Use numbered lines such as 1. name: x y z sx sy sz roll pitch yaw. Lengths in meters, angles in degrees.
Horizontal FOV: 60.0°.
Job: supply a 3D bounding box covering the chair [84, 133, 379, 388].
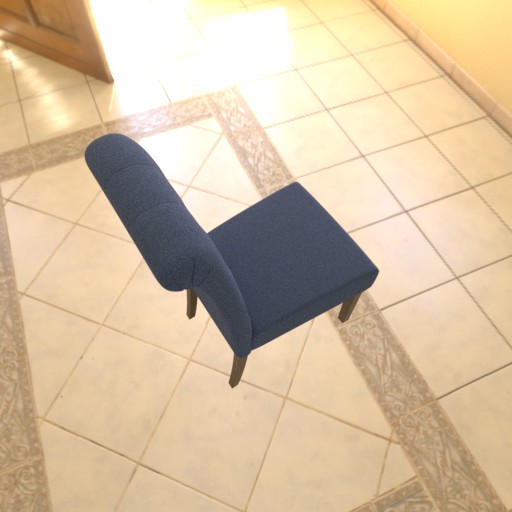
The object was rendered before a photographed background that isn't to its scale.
1. chair: 0.000 0.000 1.380 0.671 1.006 0.456 -29 62 -17
